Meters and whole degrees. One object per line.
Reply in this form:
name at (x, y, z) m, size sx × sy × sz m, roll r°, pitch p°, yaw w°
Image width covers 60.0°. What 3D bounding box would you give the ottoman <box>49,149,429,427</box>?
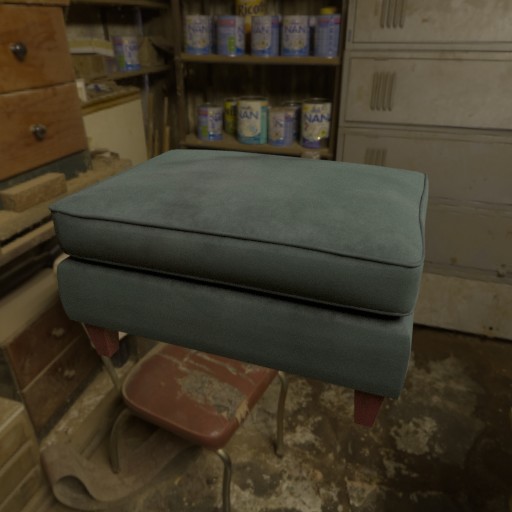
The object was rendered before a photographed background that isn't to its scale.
ottoman at (0.000, 0.000, 1.251) m, size 0.864 × 0.495 × 0.632 m, roll 9°, pitch 29°, yaw 18°
